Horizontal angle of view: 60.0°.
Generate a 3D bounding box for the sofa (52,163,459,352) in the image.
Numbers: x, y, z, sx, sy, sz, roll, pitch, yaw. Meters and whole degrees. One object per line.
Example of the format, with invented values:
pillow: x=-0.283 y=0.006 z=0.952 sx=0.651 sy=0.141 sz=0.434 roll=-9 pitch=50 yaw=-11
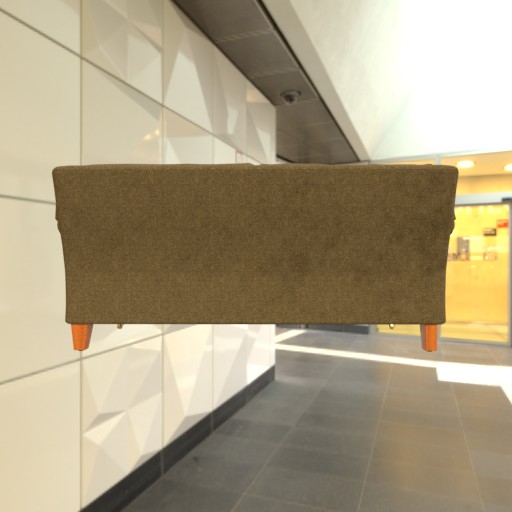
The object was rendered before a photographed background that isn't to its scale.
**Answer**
sofa: x=0.000 y=0.000 z=2.800 sx=2.160 sy=1.054 sz=1.087 roll=0 pitch=0 yaw=1
